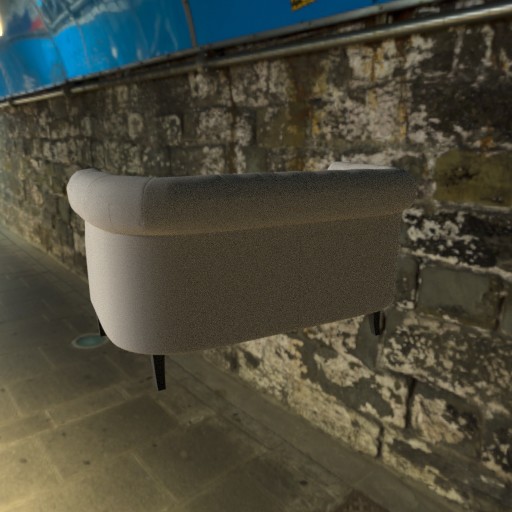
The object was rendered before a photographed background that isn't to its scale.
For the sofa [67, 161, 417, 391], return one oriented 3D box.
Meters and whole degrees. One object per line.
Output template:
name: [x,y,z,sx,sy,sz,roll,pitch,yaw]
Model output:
sofa: [0.000,0.000,2.093,1.558,0.827,0.835,-7,17,-26]
